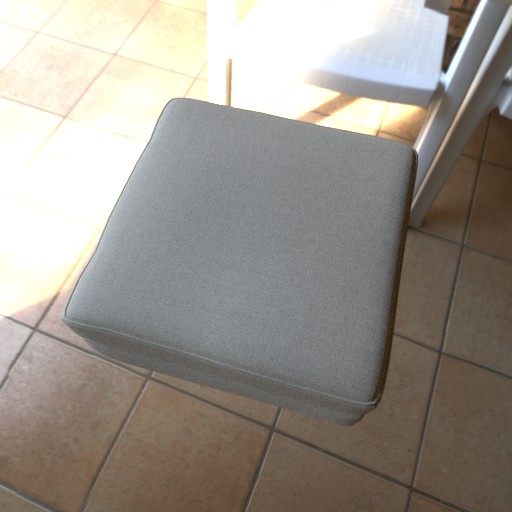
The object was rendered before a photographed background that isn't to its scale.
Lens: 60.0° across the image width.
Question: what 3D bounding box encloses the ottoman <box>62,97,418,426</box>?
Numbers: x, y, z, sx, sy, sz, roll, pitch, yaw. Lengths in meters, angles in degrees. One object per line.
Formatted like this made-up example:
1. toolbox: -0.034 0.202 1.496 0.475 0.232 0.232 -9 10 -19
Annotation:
1. ottoman: 0.000 0.000 1.418 0.838 0.503 0.838 14 64 7
